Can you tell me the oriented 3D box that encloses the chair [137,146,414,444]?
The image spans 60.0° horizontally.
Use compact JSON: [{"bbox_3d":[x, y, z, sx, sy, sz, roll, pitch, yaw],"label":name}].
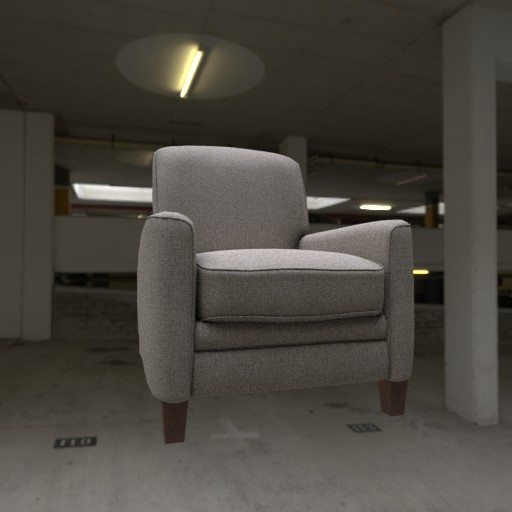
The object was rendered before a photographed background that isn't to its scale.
[{"bbox_3d":[0.000,0.000,1.648,0.848,1.014,0.864,0,-1,-18],"label":"chair"}]
